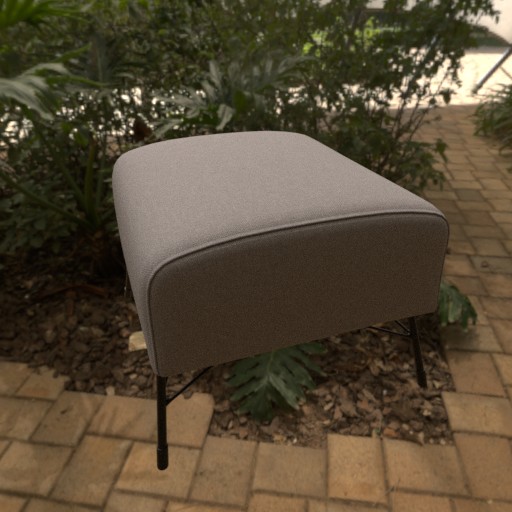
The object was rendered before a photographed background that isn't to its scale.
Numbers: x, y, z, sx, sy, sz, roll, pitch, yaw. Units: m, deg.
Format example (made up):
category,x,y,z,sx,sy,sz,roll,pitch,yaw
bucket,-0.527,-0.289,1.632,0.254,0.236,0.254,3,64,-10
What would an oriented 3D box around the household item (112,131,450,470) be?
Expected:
category,x,y,z,sx,sy,sz,roll,pitch,yaw
household item,0.000,0.000,0.905,0.530,0.410,0.530,-10,31,-18
